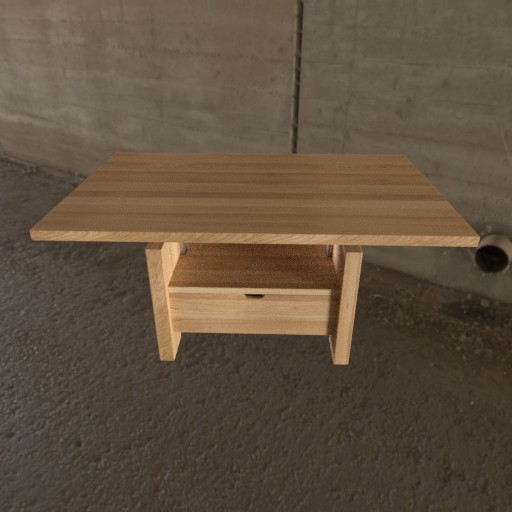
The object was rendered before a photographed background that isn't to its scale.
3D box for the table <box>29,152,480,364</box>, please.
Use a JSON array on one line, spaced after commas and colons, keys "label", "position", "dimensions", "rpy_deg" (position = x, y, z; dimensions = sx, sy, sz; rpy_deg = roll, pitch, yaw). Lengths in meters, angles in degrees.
[{"label": "table", "position": [0.000, 0.000, 1.509], "dimensions": [1.100, 0.510, 0.700], "rpy_deg": [1, 29, 2]}]
